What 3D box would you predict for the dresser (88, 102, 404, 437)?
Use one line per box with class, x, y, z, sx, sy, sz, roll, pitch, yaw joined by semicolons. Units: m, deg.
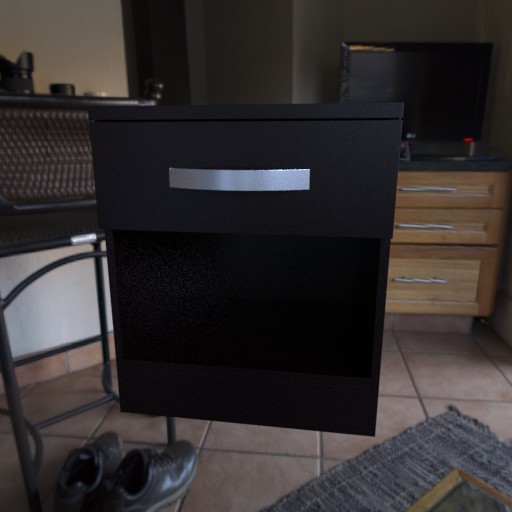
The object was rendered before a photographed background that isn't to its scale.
dresser;0.000;0.000;0.758;0.400;0.470;0.360;2;15;9
